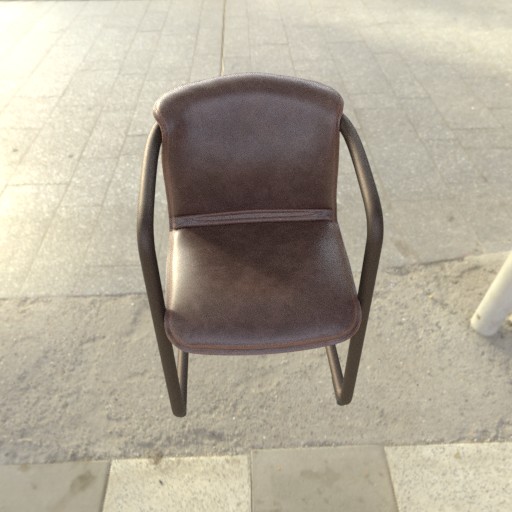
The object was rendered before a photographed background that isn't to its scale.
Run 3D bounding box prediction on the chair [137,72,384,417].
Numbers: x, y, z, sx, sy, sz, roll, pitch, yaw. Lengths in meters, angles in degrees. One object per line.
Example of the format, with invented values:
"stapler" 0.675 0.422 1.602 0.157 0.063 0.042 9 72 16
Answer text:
"chair" 0.000 0.000 1.263 0.536 0.836 0.664 -3 46 -3
